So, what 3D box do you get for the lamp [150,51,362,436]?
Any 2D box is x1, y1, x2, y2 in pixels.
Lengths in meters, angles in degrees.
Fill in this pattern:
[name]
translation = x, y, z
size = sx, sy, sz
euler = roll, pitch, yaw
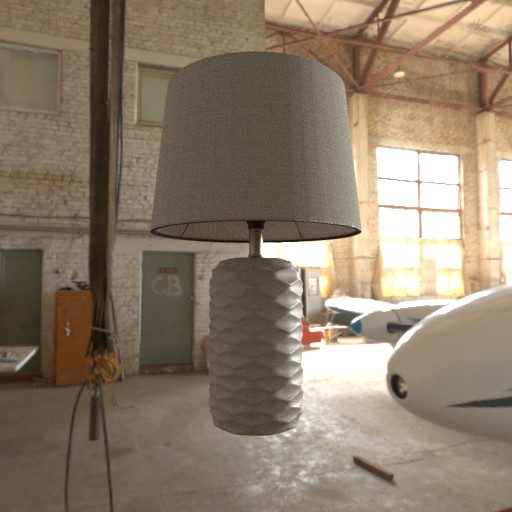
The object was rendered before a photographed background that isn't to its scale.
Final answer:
[lamp]
translation = 0.000, 0.000, 0.807
size = 0.376, 0.594, 0.376
euler = 0, -3, 0
